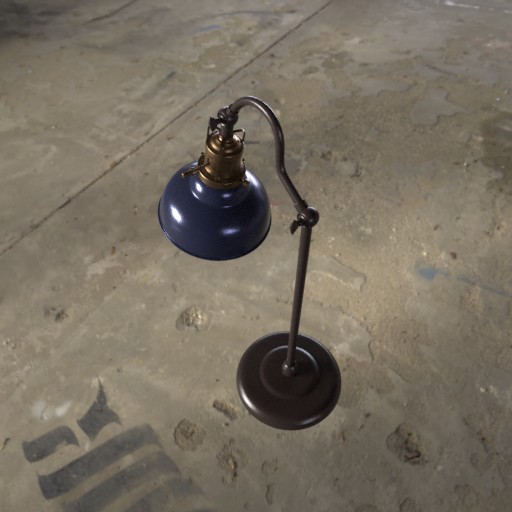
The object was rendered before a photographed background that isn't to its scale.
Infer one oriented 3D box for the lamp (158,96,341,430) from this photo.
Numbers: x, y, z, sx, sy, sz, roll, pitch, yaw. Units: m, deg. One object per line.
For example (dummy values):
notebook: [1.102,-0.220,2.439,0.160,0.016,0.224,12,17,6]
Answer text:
lamp: [0.000,0.000,0.676,0.192,0.508,0.374,-32,54,-27]
